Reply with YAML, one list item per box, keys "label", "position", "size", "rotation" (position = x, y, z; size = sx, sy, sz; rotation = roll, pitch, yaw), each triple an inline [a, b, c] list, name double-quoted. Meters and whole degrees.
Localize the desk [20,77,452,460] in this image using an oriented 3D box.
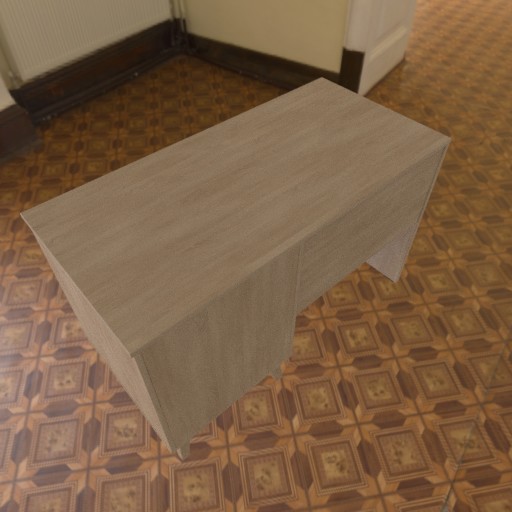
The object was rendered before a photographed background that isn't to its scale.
- label: "desk"
  position: [0.000, 0.000, 1.663]
  size: [1.251, 0.770, 0.600]
  rotation: [-33, 56, -27]
